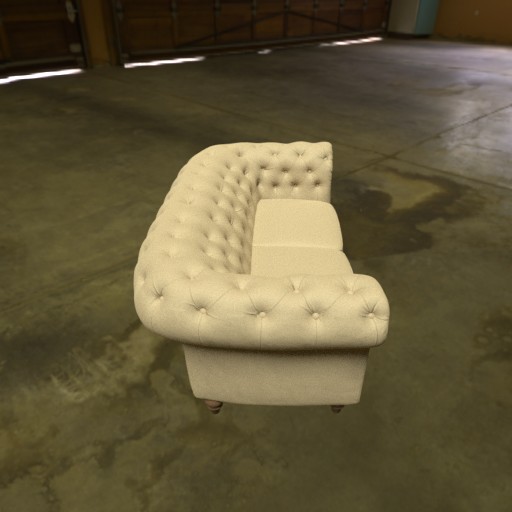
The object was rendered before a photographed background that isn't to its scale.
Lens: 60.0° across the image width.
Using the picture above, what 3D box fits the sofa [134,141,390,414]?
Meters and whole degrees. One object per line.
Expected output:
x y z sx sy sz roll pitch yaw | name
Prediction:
0.000 0.000 2.585 1.069 0.835 1.988 1 31 2 | sofa
